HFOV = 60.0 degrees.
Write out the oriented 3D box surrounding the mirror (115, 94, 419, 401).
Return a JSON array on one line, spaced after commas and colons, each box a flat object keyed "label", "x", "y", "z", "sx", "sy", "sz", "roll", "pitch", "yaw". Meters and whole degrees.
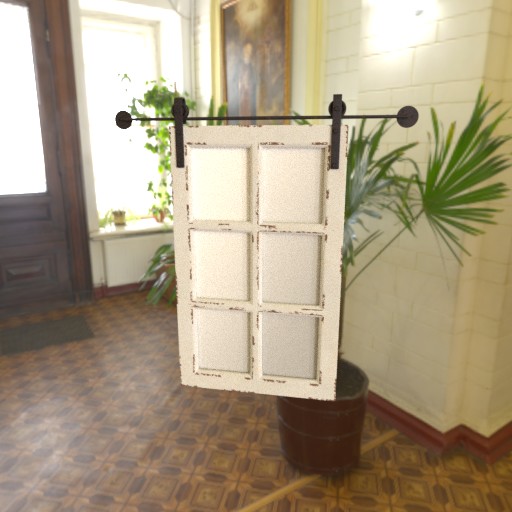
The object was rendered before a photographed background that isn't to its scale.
[{"label": "mirror", "x": 0.000, "y": 0.000, "z": 1.236, "sx": 0.808, "sy": 0.844, "sz": 0.037, "roll": 3, "pitch": 14, "yaw": 10}]
